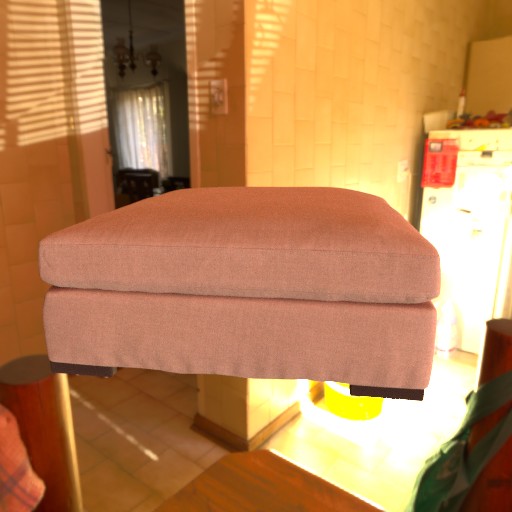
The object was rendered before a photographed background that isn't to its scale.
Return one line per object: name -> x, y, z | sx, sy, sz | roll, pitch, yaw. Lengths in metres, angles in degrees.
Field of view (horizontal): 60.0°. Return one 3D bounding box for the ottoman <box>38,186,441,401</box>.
ottoman -> 0.000, 0.000, 1.790 | 1.171, 0.517, 1.203 | 2, 14, 8
